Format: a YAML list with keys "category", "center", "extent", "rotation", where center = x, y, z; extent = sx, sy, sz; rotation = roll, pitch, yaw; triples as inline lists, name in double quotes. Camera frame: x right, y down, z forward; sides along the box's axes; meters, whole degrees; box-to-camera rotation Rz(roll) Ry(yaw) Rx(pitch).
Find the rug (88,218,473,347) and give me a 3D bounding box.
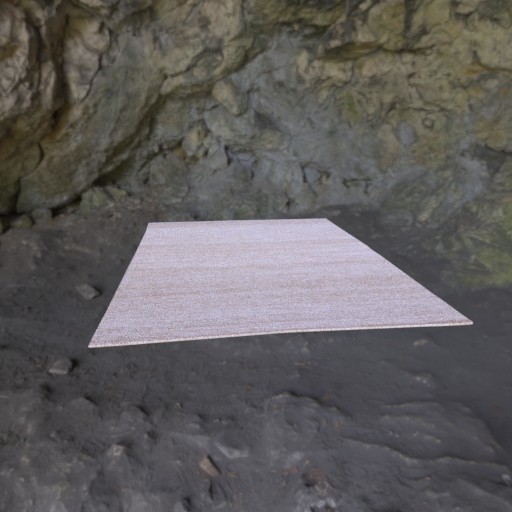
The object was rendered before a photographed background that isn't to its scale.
- category: "rug"
  center: [0.000, 0.000, 2.881]
  extent: [1.596, 0.030, 2.283]
  rotation: [-2, 16, -7]
